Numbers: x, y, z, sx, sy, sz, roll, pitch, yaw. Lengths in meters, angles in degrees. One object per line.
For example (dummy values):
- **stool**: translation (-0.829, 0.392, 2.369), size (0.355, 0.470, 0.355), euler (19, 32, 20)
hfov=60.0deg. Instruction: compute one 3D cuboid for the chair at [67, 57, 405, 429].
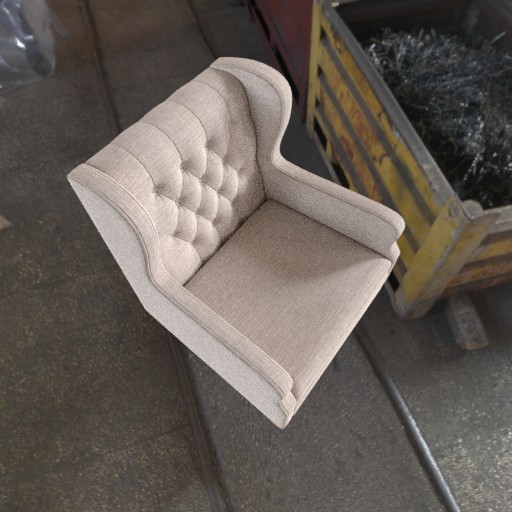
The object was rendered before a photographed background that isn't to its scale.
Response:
- **chair**: translation (0.000, 0.000, 1.497), size (0.760, 0.930, 0.710), euler (33, 64, 19)
